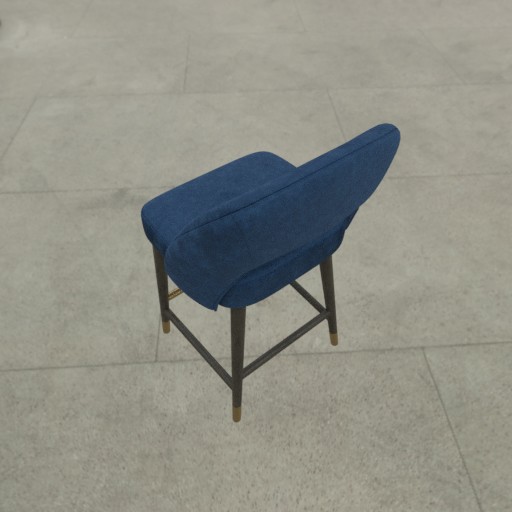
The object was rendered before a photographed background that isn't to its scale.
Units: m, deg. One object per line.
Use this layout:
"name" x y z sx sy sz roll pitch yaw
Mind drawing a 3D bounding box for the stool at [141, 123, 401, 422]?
"stool" 0.000 0.000 1.255 0.536 0.925 0.524 -31 54 -26
